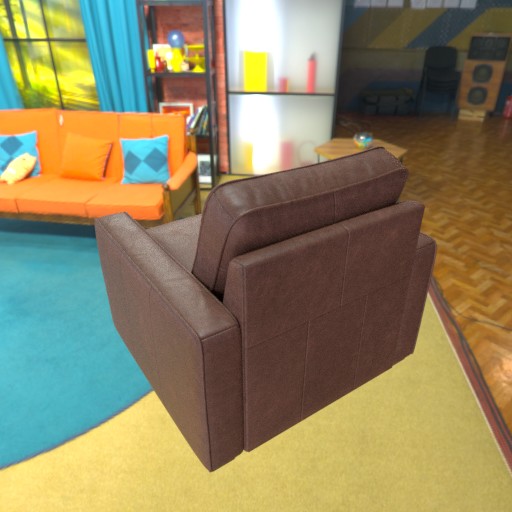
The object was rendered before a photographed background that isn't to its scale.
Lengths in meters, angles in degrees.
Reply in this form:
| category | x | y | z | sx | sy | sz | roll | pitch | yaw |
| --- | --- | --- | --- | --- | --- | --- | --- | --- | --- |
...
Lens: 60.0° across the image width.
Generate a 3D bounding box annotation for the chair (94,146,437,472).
| category | x | y | z | sx | sy | sz | roll | pitch | yaw |
| --- | --- | --- | --- | --- | --- | --- | --- | --- | --- |
| chair | 0.000 | 0.000 | 1.760 | 1.017 | 0.919 | 0.940 | -19 | 35 | -29 |
